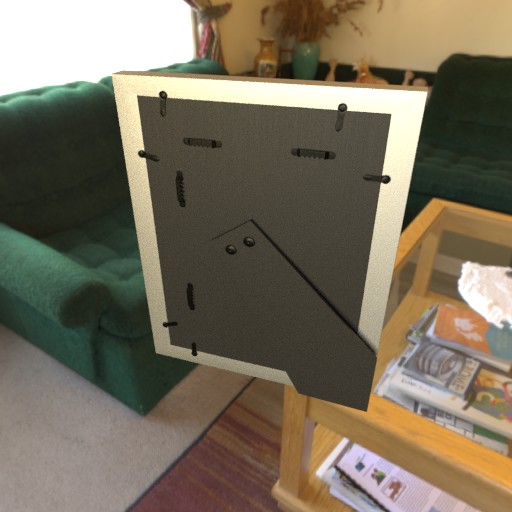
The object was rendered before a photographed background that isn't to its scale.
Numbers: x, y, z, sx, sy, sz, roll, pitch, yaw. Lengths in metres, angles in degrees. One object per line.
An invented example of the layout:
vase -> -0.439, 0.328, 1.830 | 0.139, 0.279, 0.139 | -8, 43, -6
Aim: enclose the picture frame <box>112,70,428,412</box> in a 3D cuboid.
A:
picture frame -> 0.000, 0.000, 0.517 | 0.307, 0.386, 0.036 | 9, 32, 15
